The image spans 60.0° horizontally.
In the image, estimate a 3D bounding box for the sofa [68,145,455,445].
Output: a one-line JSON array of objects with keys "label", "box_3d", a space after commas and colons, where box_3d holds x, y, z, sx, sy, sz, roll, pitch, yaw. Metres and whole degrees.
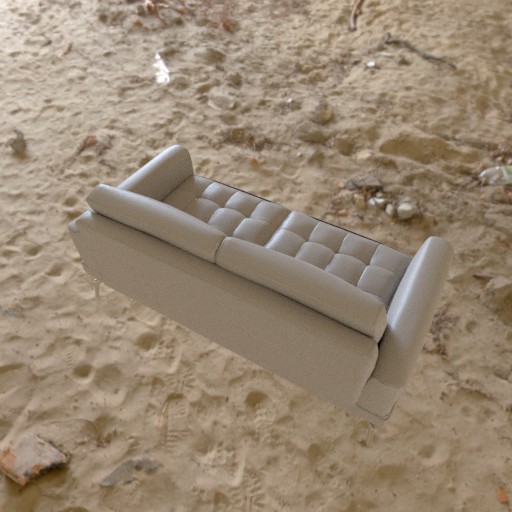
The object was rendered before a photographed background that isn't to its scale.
[{"label": "sofa", "box_3d": [0.000, 0.000, 2.782, 2.177, 0.930, 1.121, 23, 51, 20]}]
